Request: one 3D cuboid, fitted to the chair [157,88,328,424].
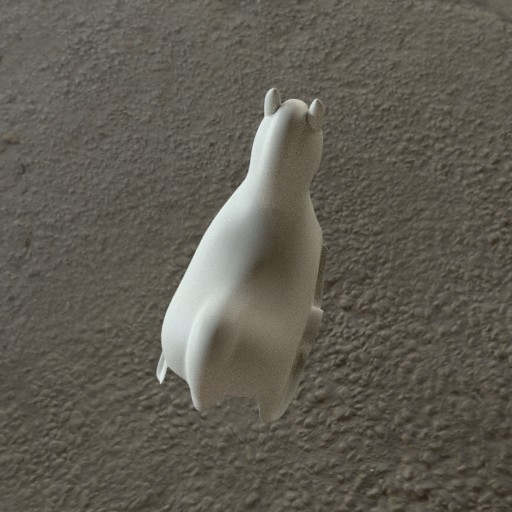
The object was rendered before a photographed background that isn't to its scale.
[{"bbox_3d":[0.000,0.000,1.153,0.429,0.612,0.800,18,65,9],"label":"chair"}]
